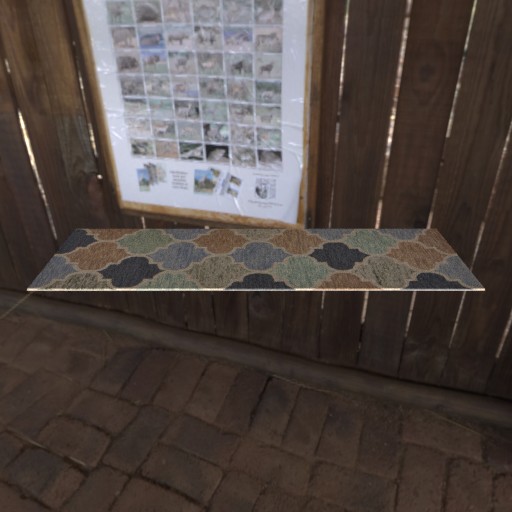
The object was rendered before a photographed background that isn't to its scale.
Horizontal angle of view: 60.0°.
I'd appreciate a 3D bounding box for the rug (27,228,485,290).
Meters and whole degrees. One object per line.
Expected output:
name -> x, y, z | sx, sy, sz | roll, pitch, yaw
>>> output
rug -> 0.000, 0.000, 2.509 | 2.287, 0.011, 0.687 | 0, 30, 0
